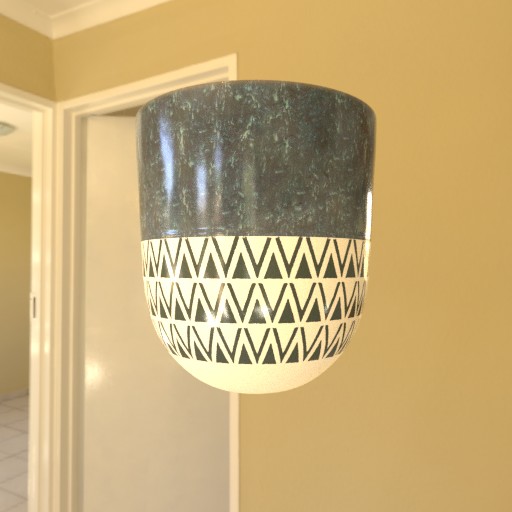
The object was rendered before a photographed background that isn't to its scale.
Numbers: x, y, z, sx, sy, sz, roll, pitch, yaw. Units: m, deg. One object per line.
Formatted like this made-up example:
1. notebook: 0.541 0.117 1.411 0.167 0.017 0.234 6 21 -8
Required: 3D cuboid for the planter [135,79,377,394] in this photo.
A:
1. planter: 0.000 0.000 0.368 0.195 0.214 0.195 0 -1 0
